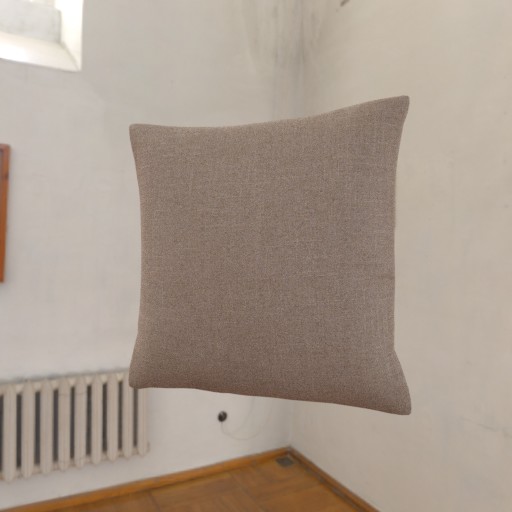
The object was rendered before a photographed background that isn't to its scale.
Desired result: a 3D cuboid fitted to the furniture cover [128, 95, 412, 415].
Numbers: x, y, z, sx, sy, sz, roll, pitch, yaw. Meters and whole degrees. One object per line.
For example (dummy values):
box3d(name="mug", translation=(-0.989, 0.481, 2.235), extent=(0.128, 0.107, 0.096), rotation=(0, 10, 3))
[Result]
box3d(name="furniture cover", translation=(0.000, 0.000, 0.770), extent=(0.511, 0.503, 0.162), rotation=(0, 0, 17))
